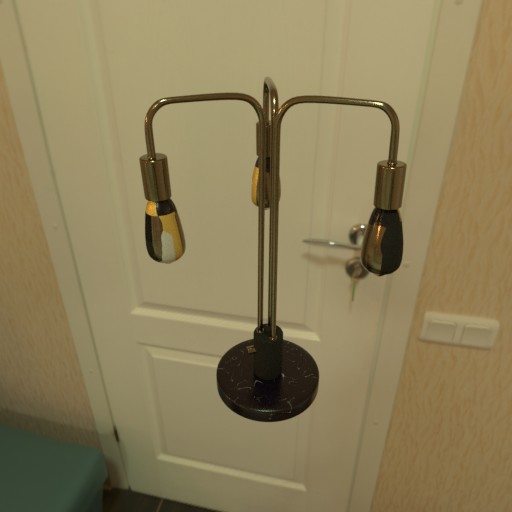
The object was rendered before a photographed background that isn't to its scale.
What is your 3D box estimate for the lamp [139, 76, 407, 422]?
[{"bbox_3d":[0.000,0.000,0.782,0.368,0.560,0.355,-8,31,-14],"label":"lamp"}]
